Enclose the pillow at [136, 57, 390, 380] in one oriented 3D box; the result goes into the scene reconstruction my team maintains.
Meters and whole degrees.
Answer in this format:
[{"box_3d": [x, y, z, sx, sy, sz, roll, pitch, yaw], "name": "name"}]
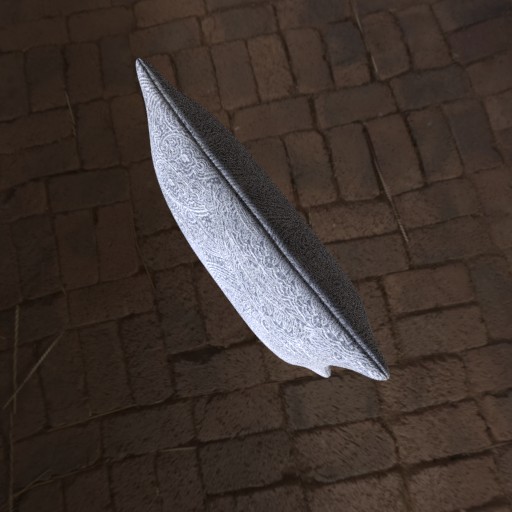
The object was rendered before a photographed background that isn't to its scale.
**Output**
[{"box_3d": [0.000, 0.000, 0.785, 0.166, 0.510, 0.523, -35, 78, -9], "name": "pillow"}]
